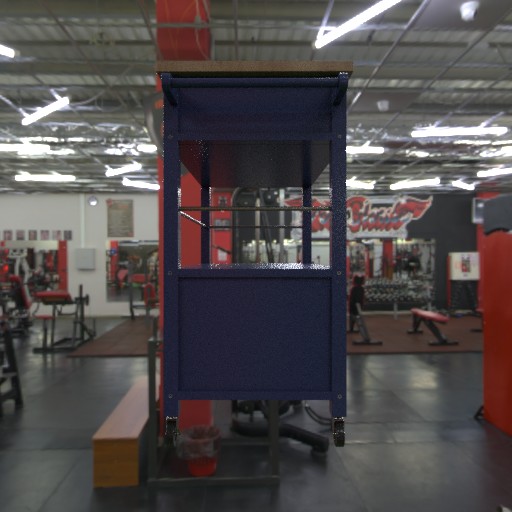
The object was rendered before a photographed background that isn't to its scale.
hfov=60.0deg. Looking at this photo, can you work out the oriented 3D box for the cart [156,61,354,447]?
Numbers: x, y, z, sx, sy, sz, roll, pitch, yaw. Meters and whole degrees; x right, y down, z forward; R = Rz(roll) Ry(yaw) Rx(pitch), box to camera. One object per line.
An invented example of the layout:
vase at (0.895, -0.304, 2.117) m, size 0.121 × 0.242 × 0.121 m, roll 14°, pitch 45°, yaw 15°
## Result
cart at (0.000, 0.000, 1.366) m, size 0.459 × 0.901 × 0.840 m, roll 0°, pitch 0°, yaw 0°
